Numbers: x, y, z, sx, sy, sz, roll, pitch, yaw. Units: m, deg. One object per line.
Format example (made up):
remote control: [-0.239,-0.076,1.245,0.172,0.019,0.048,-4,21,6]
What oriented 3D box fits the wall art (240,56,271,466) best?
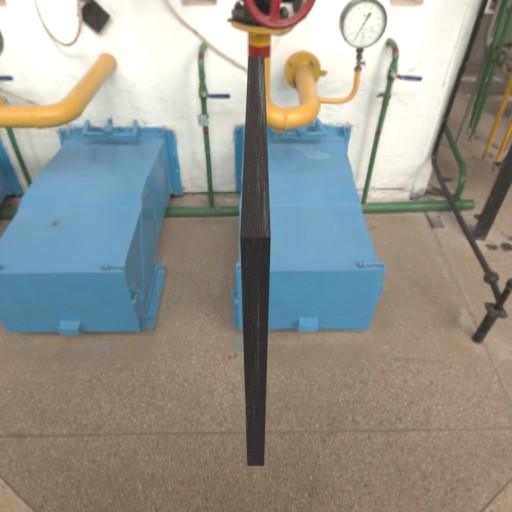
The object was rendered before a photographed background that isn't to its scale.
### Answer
wall art: [0.000,0.000,1.162,0.043,0.758,0.762,0,42,0]
